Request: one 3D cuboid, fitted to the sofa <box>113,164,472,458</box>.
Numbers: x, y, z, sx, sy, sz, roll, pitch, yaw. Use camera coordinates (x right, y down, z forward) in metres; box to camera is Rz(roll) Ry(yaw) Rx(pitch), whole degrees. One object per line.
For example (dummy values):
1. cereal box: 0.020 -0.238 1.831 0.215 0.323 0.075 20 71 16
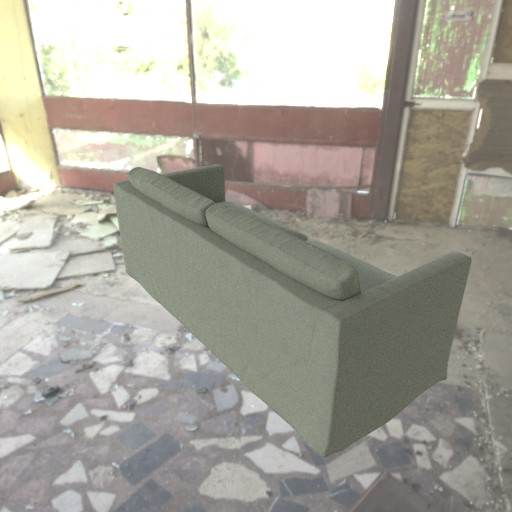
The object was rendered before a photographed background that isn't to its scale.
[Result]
1. sofa: 0.000 0.000 2.822 0.962 0.853 2.312 -18 31 -33
